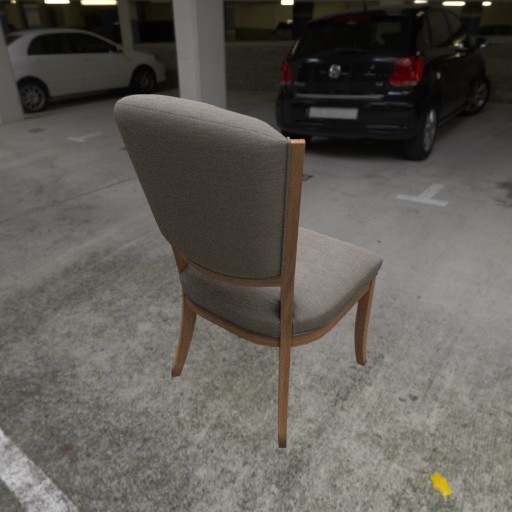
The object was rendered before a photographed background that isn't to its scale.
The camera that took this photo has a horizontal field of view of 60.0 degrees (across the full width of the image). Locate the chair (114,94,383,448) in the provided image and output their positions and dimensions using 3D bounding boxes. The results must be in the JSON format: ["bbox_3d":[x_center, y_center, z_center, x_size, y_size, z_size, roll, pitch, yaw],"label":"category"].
[{"bbox_3d":[0.000,0.000,1.214,0.513,0.905,0.584,21,36,32],"label":"chair"}]
